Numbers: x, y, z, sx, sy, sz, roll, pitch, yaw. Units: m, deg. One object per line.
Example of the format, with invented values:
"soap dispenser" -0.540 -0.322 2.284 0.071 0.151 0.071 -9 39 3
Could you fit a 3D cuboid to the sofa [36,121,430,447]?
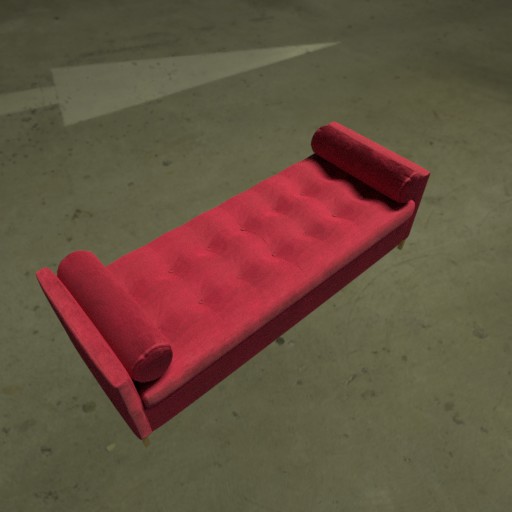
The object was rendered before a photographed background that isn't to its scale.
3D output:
"sofa" 0.000 0.000 2.547 2.102 0.705 0.796 -32 55 -27
